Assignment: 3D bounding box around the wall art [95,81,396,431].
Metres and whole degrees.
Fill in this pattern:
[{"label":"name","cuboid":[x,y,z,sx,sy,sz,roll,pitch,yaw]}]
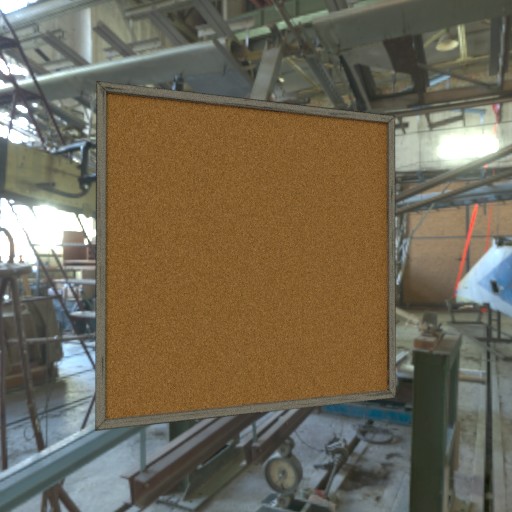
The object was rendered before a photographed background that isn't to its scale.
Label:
[{"label":"wall art","cuboid":[0.000,0.000,0.447,0.303,0.303,0.036,0,-1,-18]}]
